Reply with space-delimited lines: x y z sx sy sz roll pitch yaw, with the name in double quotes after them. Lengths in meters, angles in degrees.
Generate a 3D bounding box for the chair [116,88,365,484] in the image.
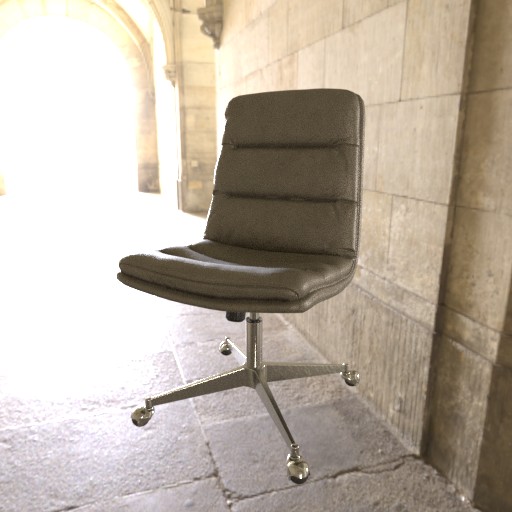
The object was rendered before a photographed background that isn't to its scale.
0.000 0.000 0.994 0.422 0.738 0.485 7 16 25 "chair"
